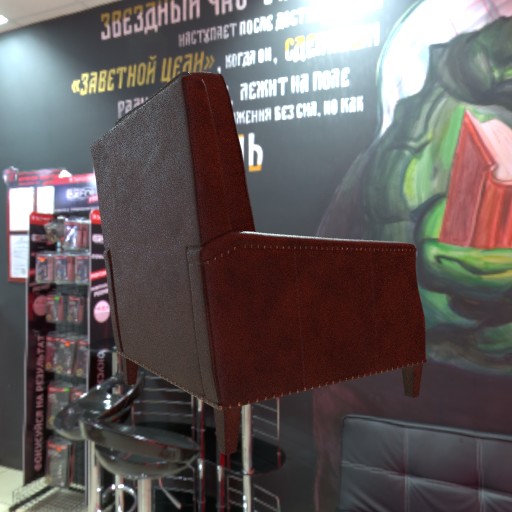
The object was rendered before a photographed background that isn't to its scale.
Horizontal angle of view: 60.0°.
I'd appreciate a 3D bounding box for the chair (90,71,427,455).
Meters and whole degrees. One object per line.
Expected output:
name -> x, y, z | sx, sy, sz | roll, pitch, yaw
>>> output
chair -> 0.000, 0.000, 1.721 | 1.035, 1.054, 0.854 | 0, 0, -35
